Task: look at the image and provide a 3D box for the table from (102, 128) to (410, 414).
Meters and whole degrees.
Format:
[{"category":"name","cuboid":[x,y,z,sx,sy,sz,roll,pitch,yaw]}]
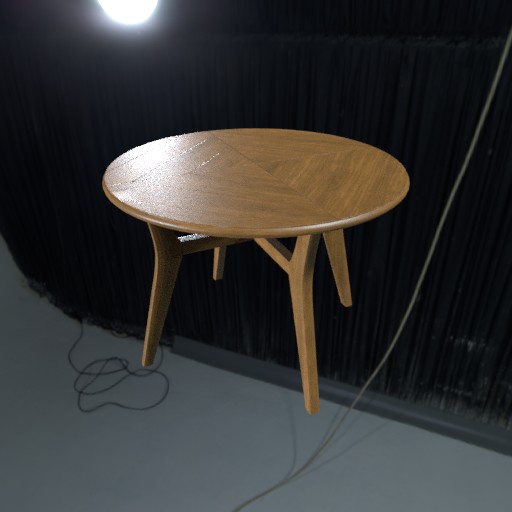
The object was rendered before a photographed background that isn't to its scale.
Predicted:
[{"category":"table","cuboid":[0.000,0.000,1.770,1.055,0.757,1.055,0,30,0]}]
